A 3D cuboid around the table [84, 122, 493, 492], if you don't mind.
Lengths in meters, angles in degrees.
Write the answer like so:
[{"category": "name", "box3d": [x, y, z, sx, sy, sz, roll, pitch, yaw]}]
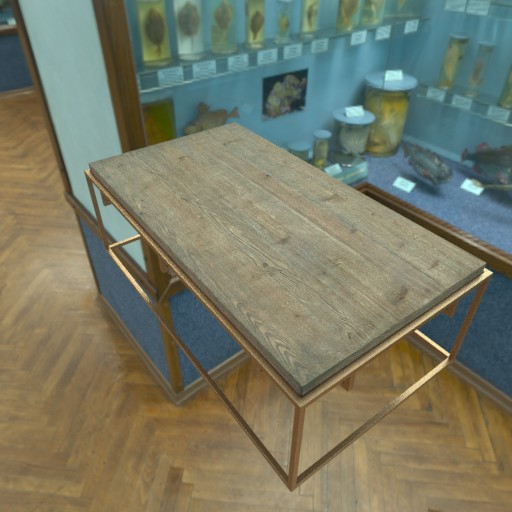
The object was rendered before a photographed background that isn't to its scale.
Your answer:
[{"category": "table", "box3d": [0.000, 0.000, 1.728, 0.775, 0.468, 1.387, -25, 45, -28]}]
